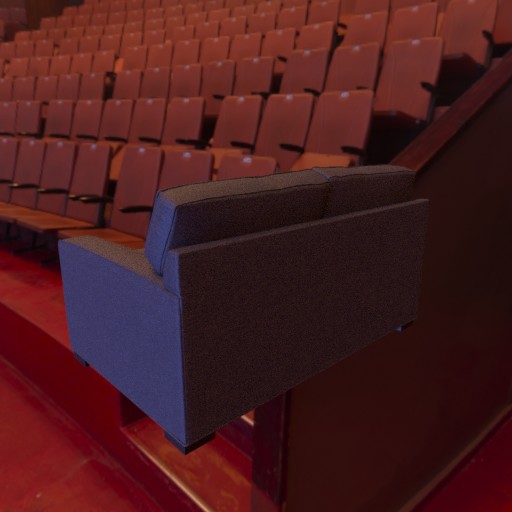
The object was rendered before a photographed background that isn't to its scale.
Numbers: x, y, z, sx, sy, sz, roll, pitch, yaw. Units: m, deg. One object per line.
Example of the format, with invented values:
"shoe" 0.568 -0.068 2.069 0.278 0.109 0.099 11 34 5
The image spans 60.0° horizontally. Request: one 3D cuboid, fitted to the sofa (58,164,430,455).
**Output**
"sofa" 0.000 0.000 2.159 1.534 0.887 0.974 -14 21 -41
